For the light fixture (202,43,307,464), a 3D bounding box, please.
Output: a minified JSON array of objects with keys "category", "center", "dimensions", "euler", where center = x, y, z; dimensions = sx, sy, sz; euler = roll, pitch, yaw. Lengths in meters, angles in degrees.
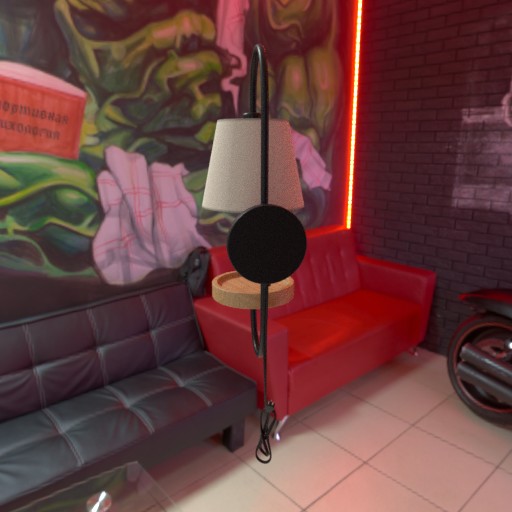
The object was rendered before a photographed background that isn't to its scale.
[{"category":"light fixture","center":[0.000,0.000,0.945],"dimensions":[0.220,0.821,0.299],"euler":[-2,14,-9]}]
